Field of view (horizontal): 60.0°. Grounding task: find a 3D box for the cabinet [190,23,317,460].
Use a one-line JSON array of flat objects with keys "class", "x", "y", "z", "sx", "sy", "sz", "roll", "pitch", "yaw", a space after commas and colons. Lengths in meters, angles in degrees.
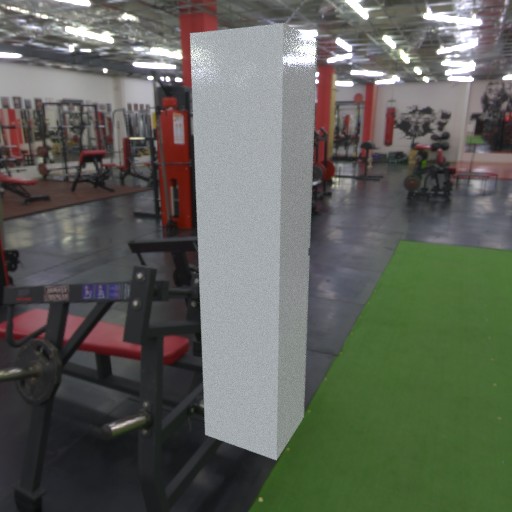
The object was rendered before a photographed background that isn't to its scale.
[{"class": "cabinet", "x": 0.000, "y": 0.000, "z": 1.555, "sx": 0.300, "sy": 1.400, "sz": 0.270, "roll": 8, "pitch": 18, "yaw": 26}]
